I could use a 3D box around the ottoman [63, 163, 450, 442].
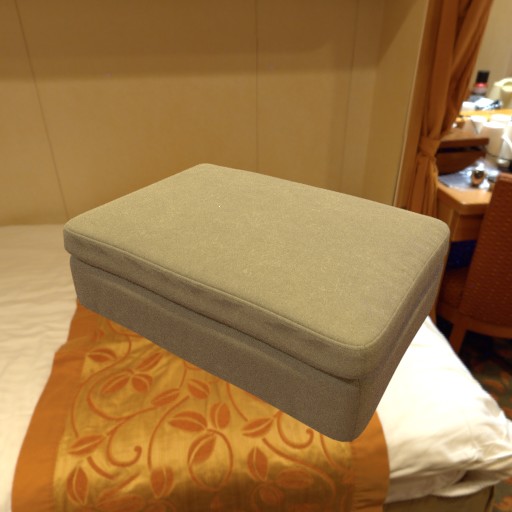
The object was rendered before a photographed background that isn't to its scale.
[{"bbox_3d":[0.000,0.000,1.656,1.199,0.429,0.840,19,36,29],"label":"ottoman"}]
